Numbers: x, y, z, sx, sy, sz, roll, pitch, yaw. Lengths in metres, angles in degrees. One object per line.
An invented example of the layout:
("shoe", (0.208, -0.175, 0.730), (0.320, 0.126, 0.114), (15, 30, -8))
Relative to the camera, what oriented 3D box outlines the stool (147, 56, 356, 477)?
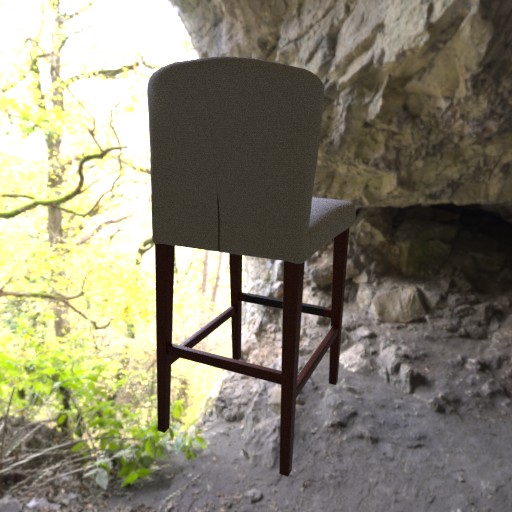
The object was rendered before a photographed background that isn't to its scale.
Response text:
("stool", (0.000, 0.000, 1.369), (0.481, 1.069, 0.568), (8, 19, 24))
